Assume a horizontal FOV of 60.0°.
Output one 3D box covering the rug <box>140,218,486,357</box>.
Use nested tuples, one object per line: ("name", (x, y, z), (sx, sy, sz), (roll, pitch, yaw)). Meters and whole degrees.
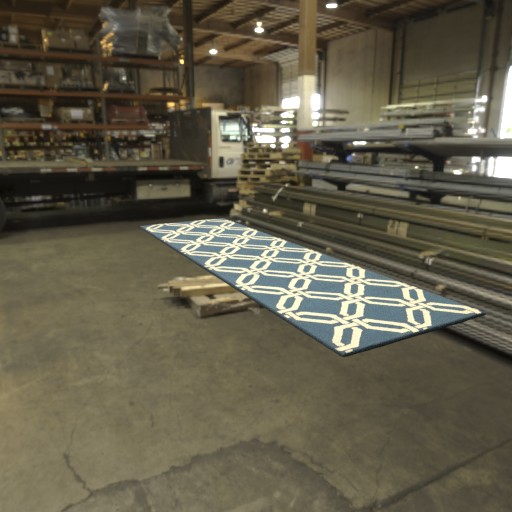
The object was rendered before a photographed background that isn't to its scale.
("rug", (0.000, 0.000, 2.438), (0.678, 0.014, 2.276), (-8, 17, -28))
